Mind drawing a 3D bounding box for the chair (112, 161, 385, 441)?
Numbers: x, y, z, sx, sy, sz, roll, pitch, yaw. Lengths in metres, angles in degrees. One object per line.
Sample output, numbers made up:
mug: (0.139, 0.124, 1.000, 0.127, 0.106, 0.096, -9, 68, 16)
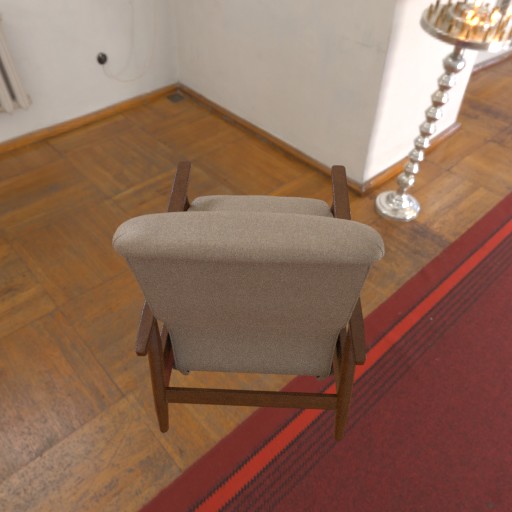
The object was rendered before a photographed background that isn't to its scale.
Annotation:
chair: (0.000, 0.000, 1.727, 0.762, 1.082, 1.030, 2, 45, 2)
